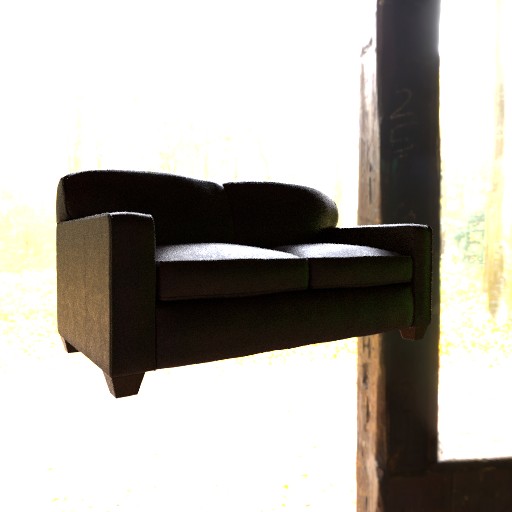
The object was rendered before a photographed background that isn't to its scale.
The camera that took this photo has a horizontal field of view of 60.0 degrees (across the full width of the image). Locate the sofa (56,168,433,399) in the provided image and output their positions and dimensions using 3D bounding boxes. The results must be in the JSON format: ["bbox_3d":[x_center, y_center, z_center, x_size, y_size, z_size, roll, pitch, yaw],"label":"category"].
[{"bbox_3d":[0.000,0.000,2.403,1.856,0.966,1.000,-1,2,-34],"label":"sofa"}]
